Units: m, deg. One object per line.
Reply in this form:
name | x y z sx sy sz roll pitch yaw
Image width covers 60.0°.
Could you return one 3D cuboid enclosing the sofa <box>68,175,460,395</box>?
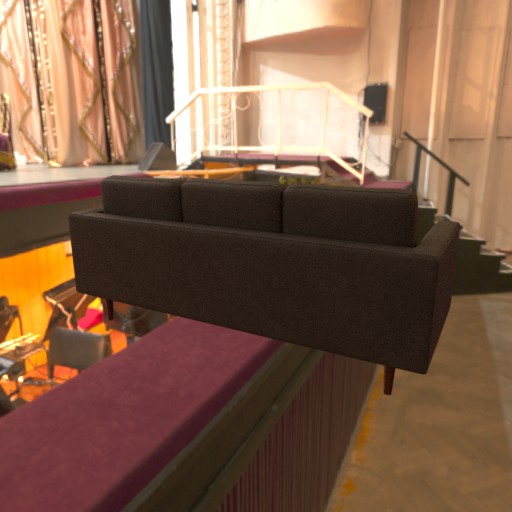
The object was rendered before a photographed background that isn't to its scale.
sofa | 0.000 0.000 2.532 2.029 0.899 0.879 8 17 28
